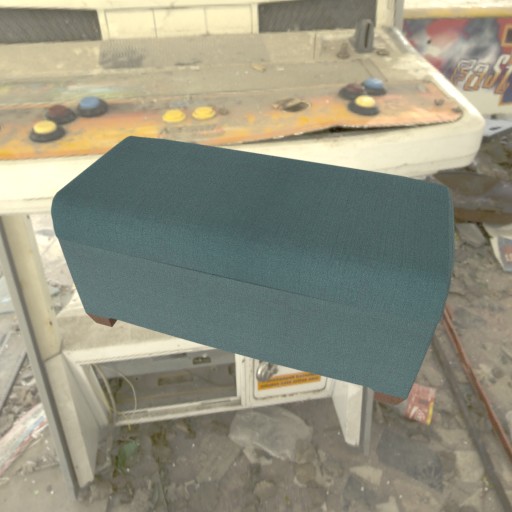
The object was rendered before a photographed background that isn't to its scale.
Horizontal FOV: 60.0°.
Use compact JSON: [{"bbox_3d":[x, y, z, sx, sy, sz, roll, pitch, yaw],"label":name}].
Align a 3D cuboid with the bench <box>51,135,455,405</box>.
[{"bbox_3d":[0.000,0.000,1.295,0.995,0.474,0.476,12,42,14],"label":"bench"}]
